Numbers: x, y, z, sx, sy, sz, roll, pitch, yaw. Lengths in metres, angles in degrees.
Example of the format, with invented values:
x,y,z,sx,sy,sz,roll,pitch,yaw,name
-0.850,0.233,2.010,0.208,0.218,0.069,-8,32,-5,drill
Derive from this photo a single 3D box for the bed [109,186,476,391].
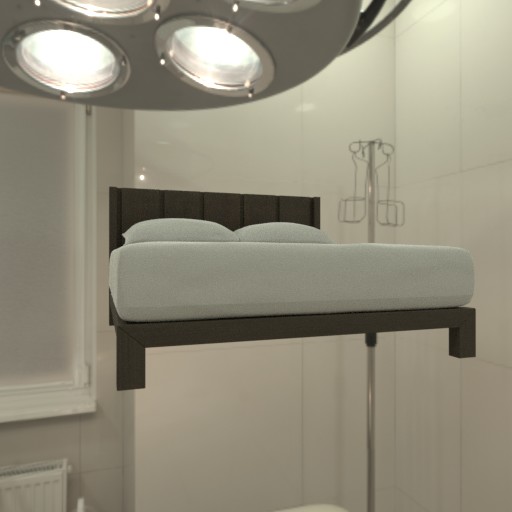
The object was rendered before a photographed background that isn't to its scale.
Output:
x,y,z,sx,sy,sz,roll,pitch,yaw,name
0.000,0.000,3.438,2.143,1.261,2.238,0,0,-19,bed
